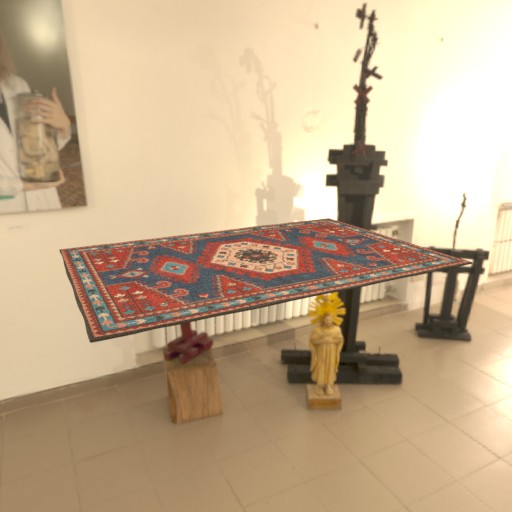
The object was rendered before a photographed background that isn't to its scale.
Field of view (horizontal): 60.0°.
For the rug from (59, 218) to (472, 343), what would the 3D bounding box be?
[{"bbox_3d":[0.000,0.000,2.325,1.820,0.012,1.207,-8,19,-26],"label":"rug"}]
